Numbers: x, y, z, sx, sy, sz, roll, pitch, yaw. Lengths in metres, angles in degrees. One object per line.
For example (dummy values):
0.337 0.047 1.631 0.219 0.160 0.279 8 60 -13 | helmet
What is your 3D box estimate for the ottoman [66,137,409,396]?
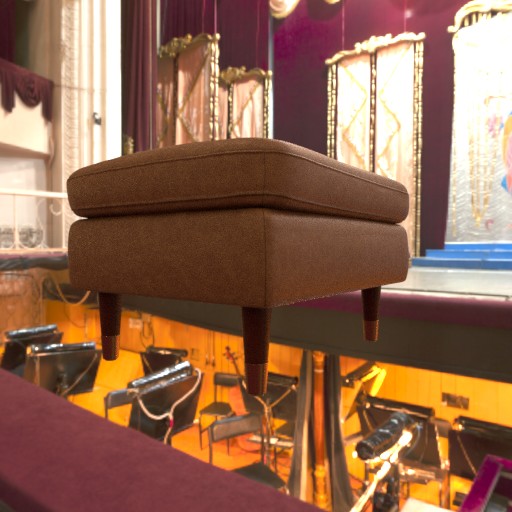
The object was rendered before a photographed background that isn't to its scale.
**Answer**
0.000 0.000 1.132 0.593 0.478 0.747 1 1 36 | ottoman
